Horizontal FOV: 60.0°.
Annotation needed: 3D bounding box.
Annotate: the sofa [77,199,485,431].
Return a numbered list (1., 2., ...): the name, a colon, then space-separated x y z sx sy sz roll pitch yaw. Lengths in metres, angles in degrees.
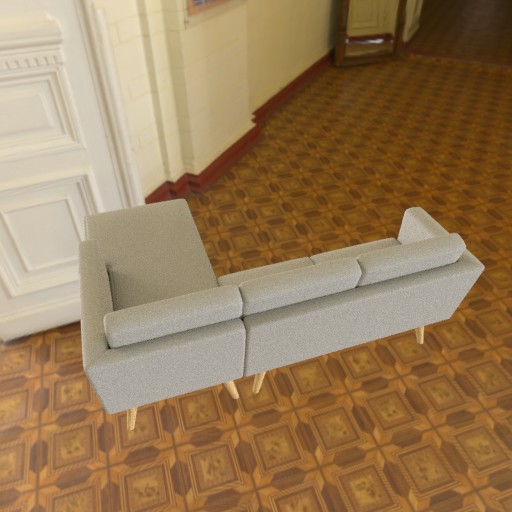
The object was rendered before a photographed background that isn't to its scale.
1. sofa: 0.000 0.000 2.789 2.040 0.860 1.530 -12 42 -14
